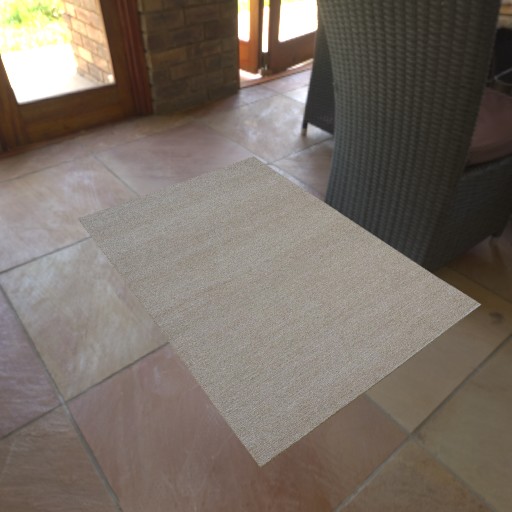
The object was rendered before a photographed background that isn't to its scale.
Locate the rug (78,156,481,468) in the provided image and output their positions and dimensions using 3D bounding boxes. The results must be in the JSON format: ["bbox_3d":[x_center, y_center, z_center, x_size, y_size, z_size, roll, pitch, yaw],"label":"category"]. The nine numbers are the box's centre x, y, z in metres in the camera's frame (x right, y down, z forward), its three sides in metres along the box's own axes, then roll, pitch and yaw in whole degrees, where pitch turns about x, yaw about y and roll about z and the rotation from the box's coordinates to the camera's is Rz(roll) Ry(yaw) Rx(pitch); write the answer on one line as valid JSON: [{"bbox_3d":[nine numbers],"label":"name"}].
[{"bbox_3d":[0.000,0.000,3.693,2.032,0.038,2.869,-25,46,-27],"label":"rug"}]
